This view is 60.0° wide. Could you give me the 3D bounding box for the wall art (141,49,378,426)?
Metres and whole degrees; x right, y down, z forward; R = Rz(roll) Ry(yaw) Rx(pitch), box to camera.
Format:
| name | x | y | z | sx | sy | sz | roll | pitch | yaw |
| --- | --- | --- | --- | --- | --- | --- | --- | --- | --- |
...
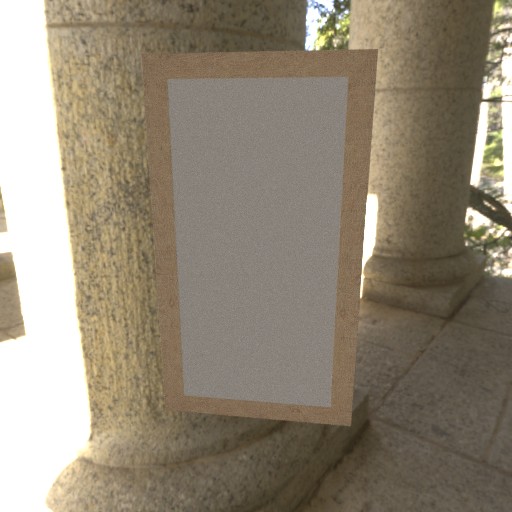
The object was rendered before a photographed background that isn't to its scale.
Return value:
| name | x | y | z | sx | sy | sz | roll | pitch | yaw |
| --- | --- | --- | --- | --- | --- | --- | --- | --- | --- |
| wall art | 0.000 | 0.000 | 0.810 | 0.381 | 0.683 | 0.013 | 2 | 17 | 7 |
